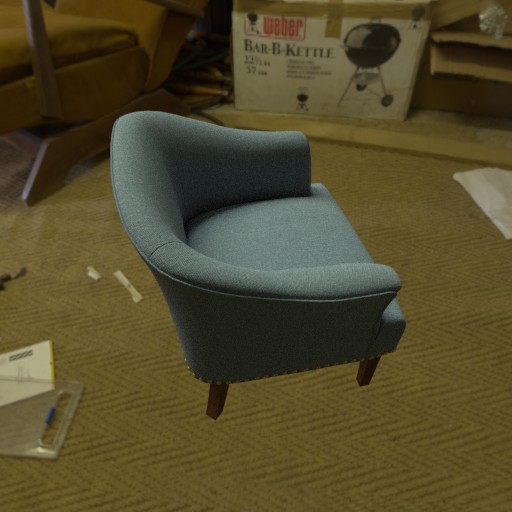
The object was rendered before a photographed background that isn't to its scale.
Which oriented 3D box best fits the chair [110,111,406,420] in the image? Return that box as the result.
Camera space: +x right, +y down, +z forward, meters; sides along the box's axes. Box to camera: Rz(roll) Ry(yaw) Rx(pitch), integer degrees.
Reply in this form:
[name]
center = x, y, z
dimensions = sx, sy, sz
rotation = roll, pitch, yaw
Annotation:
[chair]
center = 0.000, 0.000, 1.380
dimensions = 0.704, 0.815, 0.772
rotation = -10, 45, -10
